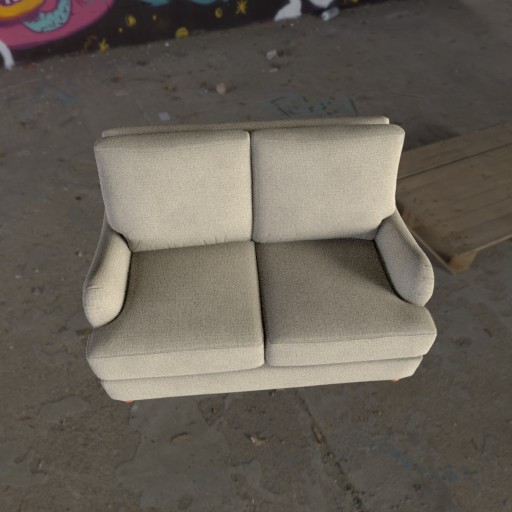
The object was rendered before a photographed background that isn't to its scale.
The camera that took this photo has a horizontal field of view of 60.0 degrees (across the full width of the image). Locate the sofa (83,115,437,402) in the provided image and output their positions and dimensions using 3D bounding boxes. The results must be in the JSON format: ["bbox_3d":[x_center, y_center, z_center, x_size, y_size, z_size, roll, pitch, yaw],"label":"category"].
[{"bbox_3d":[0.000,0.000,2.144,1.480,0.999,1.087,-4,47,-3],"label":"sofa"}]
